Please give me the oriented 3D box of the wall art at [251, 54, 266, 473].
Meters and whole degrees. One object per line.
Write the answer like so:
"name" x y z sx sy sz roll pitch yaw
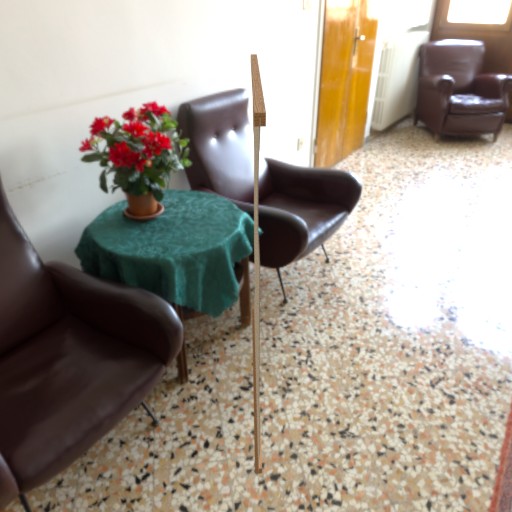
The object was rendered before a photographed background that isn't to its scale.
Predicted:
"wall art" 0.000 0.000 1.326 0.020 1.016 0.739 -1 31 -1
